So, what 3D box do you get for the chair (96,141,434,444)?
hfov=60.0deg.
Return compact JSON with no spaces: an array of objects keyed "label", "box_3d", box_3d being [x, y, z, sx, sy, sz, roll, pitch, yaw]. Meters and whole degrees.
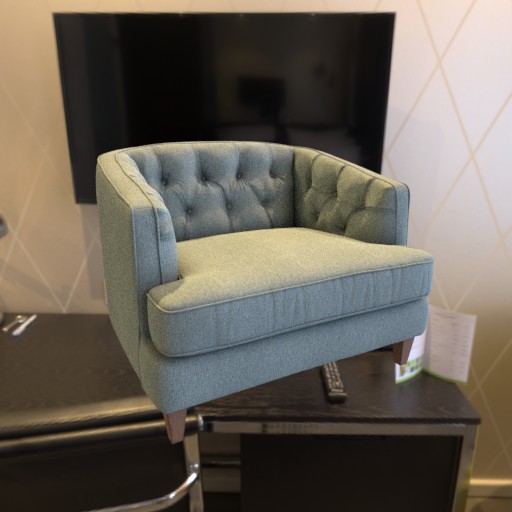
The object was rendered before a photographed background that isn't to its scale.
[{"label":"chair","box_3d":[0.000,0.000,1.745,1.094,0.852,0.945,-9,18,-28]}]
